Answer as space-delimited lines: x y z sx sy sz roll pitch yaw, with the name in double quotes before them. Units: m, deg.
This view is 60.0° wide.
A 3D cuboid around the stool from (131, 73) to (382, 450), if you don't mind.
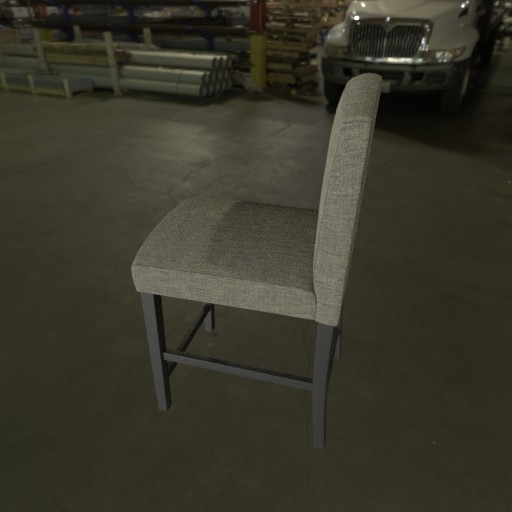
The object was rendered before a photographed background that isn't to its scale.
"stool" 0.000 0.000 1.244 0.552 0.966 0.451 8 31 14
